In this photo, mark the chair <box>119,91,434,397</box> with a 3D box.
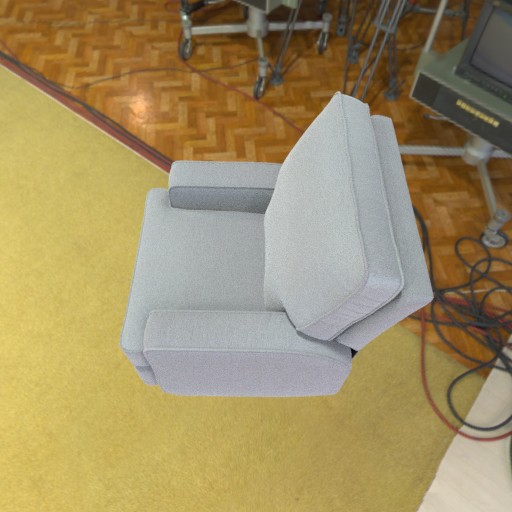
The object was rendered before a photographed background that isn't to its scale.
[{"bbox_3d":[0.000,0.000,1.695,0.969,0.964,0.861,0,57,0],"label":"chair"}]
